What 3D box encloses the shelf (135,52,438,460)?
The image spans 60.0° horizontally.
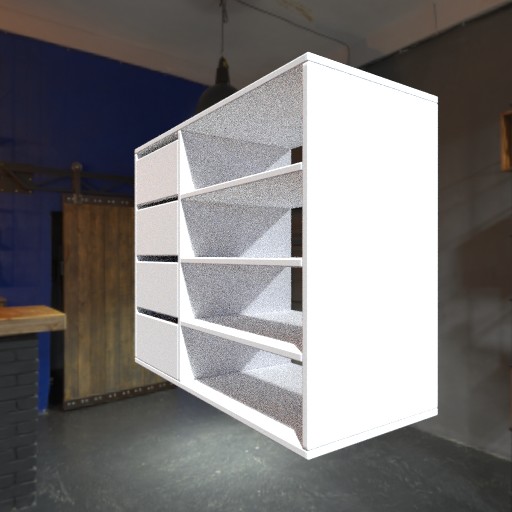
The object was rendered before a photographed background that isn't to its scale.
[{"bbox_3d":[0.000,0.000,1.272,0.396,0.732,0.895,0,0,-35],"label":"shelf"}]
